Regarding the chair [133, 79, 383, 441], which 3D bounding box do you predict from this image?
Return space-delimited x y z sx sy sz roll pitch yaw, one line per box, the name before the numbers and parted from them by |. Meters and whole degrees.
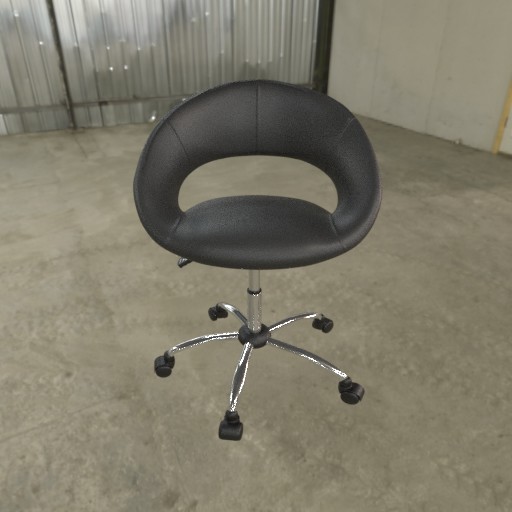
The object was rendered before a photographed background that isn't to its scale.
chair | 0.000 0.000 1.146 0.612 0.791 0.538 1 30 1
